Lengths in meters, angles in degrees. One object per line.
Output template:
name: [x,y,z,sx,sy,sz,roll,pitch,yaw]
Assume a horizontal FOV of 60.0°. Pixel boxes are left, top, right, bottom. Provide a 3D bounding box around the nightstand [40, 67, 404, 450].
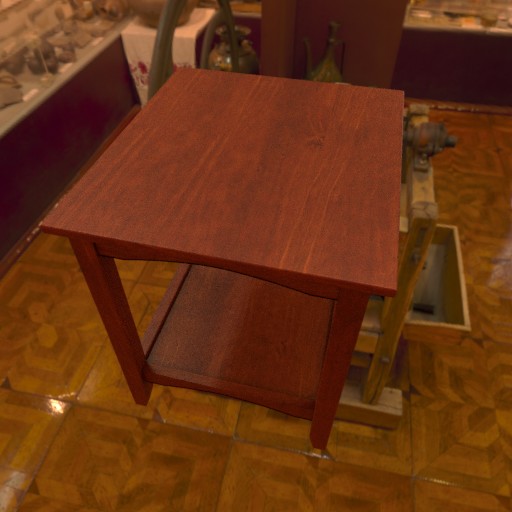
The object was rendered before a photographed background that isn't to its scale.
nightstand: [0.000,0.000,0.979,0.501,0.558,0.558,10,47,10]
